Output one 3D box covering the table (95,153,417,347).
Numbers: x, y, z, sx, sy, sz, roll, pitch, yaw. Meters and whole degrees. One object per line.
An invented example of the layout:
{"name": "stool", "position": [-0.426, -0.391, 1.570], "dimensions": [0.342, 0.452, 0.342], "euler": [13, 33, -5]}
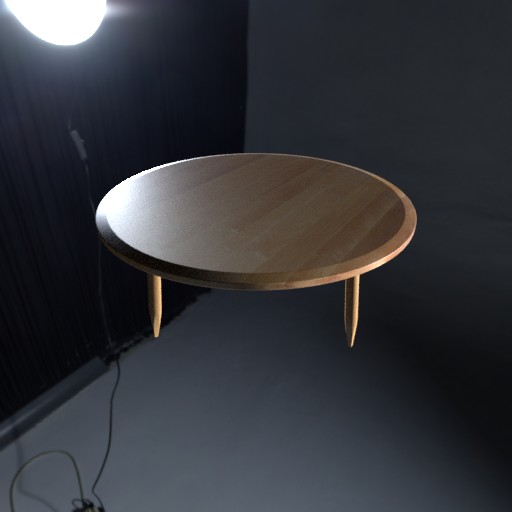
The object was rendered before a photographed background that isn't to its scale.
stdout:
{"name": "table", "position": [0.000, 0.000, 1.399], "dimensions": [0.900, 0.400, 0.900], "euler": [0, 30, 0]}
